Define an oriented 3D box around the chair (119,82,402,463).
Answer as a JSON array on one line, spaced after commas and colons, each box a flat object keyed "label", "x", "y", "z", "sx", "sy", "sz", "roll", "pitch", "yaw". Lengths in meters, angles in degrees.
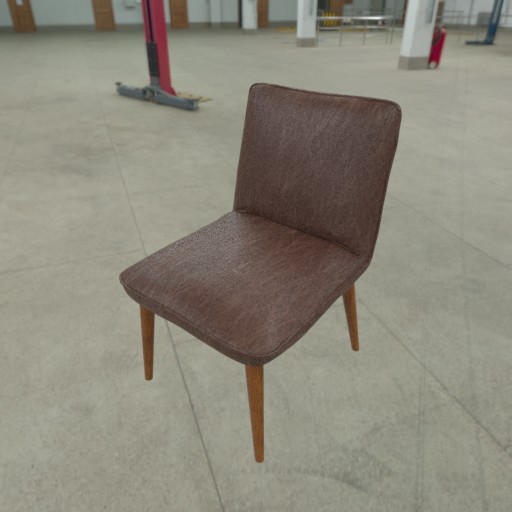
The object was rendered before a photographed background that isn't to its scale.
[{"label": "chair", "x": 0.000, "y": 0.000, "z": 1.231, "sx": 0.543, "sy": 0.803, "sz": 0.645, "roll": 19, "pitch": 35, "yaw": 29}]
